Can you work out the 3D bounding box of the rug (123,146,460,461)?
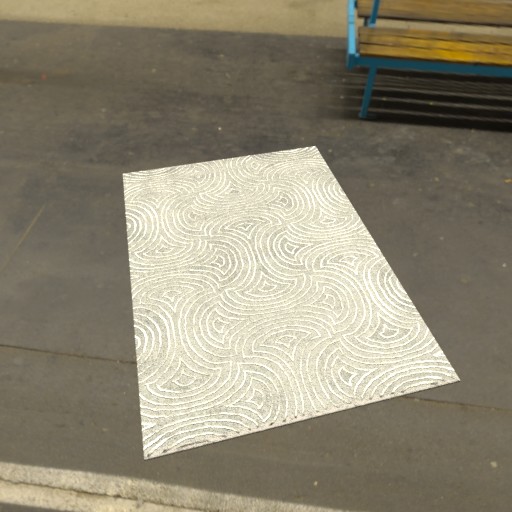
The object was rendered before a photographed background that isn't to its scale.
[{"bbox_3d":[0.000,0.000,2.772,1.543,0.015,2.144,-10,47,-10],"label":"rug"}]
